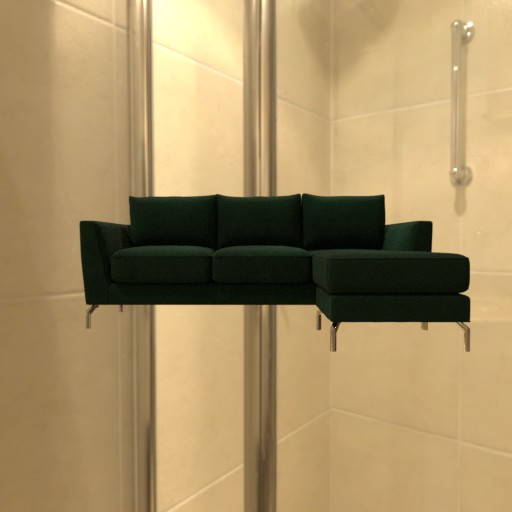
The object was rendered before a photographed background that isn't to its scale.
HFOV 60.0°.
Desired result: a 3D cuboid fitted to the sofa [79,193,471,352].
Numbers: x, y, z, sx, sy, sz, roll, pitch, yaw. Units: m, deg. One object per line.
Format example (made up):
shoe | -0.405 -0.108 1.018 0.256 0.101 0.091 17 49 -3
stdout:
sofa | 0.000 0.000 3.143 2.441 1.007 1.489 0 2 0
